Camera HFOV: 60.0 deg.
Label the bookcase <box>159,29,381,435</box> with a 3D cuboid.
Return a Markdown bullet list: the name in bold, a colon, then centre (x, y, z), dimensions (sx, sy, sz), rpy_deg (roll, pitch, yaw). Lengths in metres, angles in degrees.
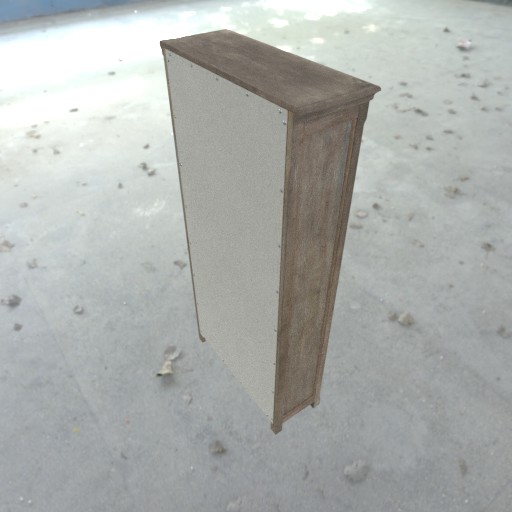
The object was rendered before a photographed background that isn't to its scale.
- **bookcase**: centre (0.000, 0.000, 2.229), dimensions (0.348, 1.880, 0.906), rpy_deg (-25, 46, -27)
